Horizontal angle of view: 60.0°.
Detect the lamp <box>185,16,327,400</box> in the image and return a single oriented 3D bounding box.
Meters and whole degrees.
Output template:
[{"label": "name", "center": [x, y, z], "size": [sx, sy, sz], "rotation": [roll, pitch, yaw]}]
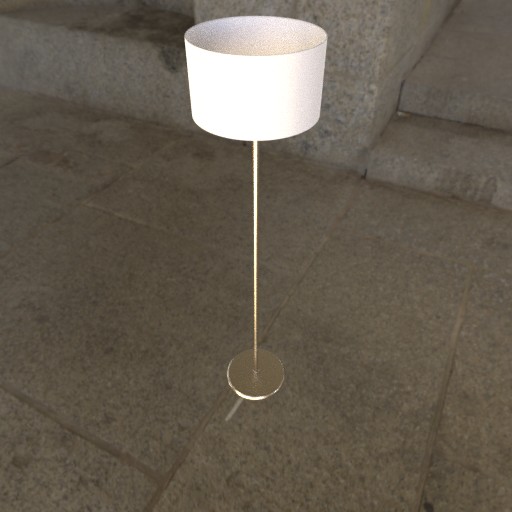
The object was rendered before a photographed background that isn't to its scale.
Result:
[{"label": "lamp", "center": [0.000, 0.000, 1.557], "size": [0.347, 1.443, 0.347], "rotation": [-1, 41, -1]}]
